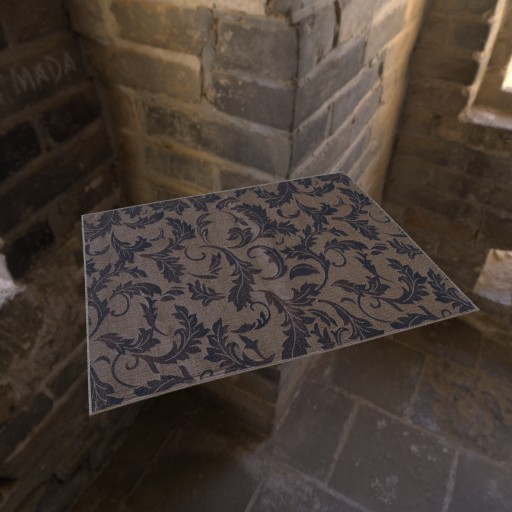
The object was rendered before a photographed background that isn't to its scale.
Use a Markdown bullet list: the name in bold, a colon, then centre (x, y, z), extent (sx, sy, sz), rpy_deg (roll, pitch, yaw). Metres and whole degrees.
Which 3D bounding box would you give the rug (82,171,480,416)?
- **rug**: centre (0.000, 0.000, 4.018), extent (2.977, 0.008, 2.380), rpy_deg (-12, 41, -14)
